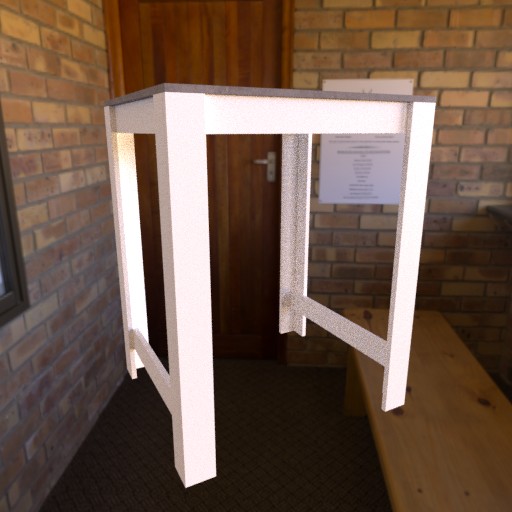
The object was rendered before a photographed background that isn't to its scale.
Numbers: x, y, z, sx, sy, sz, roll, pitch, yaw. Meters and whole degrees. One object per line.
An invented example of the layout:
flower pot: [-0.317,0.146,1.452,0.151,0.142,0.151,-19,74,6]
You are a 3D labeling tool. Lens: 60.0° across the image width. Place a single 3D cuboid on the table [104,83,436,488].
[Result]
table: [0.000,0.000,1.527,0.800,1.020,0.700,-8,18,-27]
